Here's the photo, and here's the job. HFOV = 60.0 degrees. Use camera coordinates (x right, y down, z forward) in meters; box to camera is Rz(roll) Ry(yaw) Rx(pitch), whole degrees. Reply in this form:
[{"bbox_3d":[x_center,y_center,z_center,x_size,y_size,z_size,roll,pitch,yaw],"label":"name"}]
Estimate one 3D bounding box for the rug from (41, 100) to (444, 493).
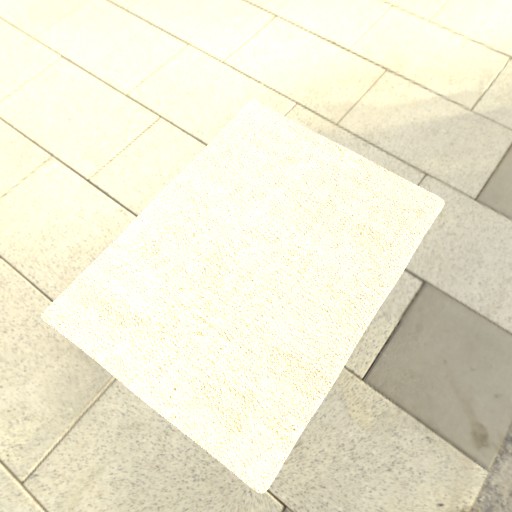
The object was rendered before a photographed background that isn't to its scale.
[{"bbox_3d":[0.000,0.000,2.084,1.200,0.027,1.600,32,68,15],"label":"rug"}]
